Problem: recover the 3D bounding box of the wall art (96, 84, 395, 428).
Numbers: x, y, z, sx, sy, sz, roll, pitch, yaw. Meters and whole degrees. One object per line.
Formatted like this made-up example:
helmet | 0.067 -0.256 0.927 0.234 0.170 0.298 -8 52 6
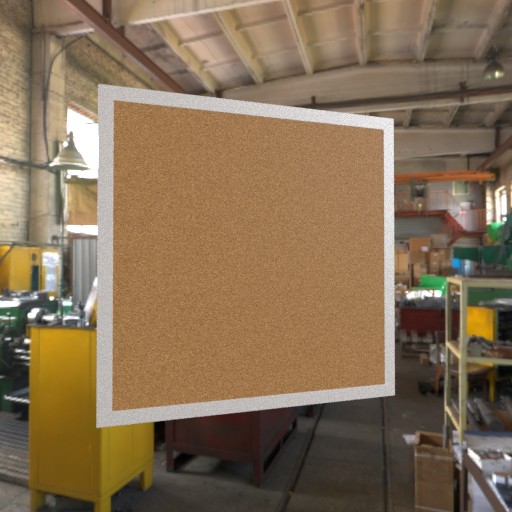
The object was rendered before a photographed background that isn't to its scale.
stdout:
wall art | 0.000 0.000 0.454 0.305 0.302 0.038 0 -1 -18
